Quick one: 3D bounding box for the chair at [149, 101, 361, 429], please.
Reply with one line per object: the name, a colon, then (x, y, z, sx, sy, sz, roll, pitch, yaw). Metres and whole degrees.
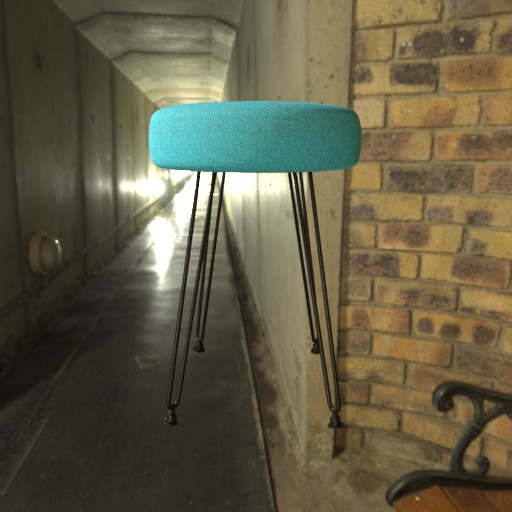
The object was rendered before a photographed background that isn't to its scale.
chair: (0.000, 0.000, 0.689, 0.350, 0.440, 0.350, -13, 19, -42)
